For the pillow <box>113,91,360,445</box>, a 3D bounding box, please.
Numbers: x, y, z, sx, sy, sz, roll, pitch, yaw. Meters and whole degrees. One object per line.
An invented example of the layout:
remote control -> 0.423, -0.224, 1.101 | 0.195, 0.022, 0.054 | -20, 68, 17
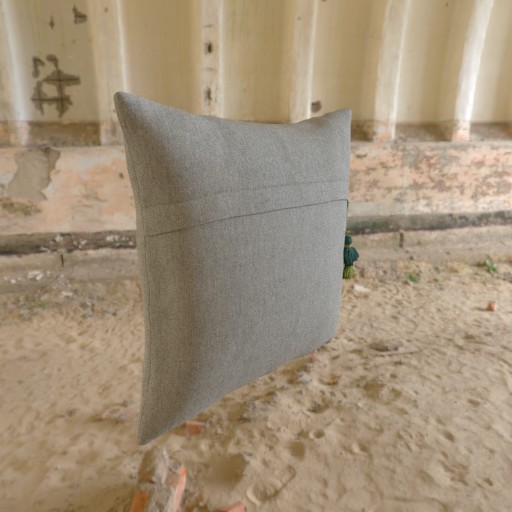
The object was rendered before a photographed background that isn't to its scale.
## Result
pillow -> 0.000, 0.000, 0.663 | 0.173, 0.436, 0.433 | 14, 21, 42
